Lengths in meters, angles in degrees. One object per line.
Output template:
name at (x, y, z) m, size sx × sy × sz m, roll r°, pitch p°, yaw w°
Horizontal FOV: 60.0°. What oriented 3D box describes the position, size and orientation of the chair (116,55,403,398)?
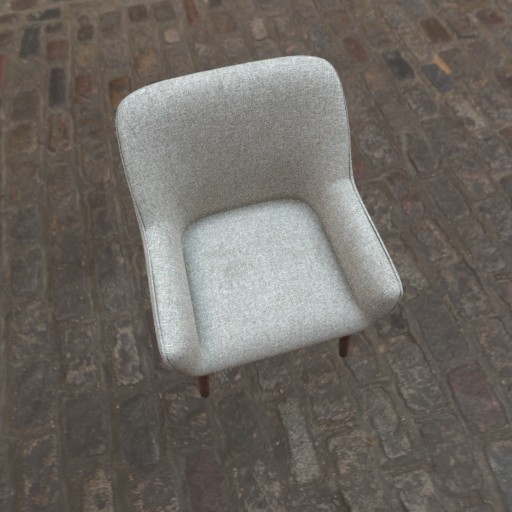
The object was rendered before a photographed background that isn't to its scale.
chair at (0.000, 0.000, 1.171) m, size 0.543 × 0.803 × 0.519 m, roll -14°, pitch 65°, yaw -7°
